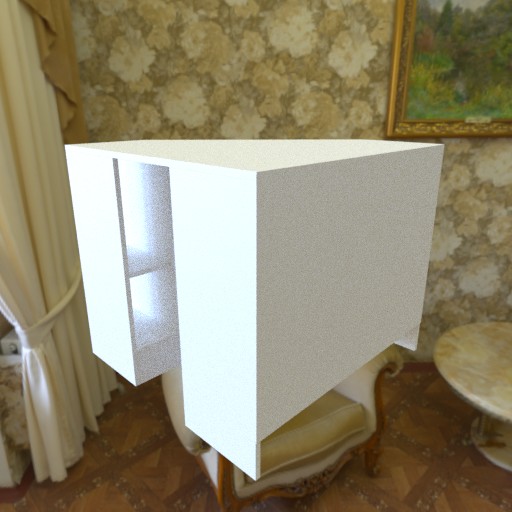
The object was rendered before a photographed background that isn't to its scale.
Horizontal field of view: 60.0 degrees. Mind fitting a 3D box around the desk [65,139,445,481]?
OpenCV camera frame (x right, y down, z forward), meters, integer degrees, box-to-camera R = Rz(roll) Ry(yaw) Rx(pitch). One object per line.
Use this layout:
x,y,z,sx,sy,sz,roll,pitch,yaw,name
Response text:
0.000,0.000,1.672,0.926,0.818,0.940,18,26,42,desk
